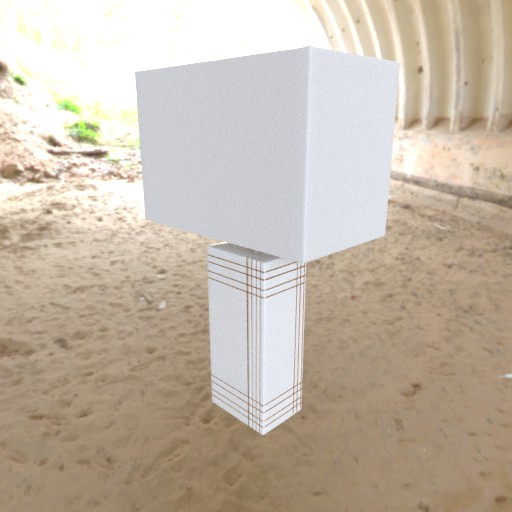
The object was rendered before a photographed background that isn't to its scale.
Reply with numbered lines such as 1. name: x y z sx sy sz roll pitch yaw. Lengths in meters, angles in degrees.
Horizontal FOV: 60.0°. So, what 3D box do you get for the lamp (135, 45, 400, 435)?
1. lamp: 0.000 0.000 0.687 0.182 0.543 0.334 -16 23 -43
